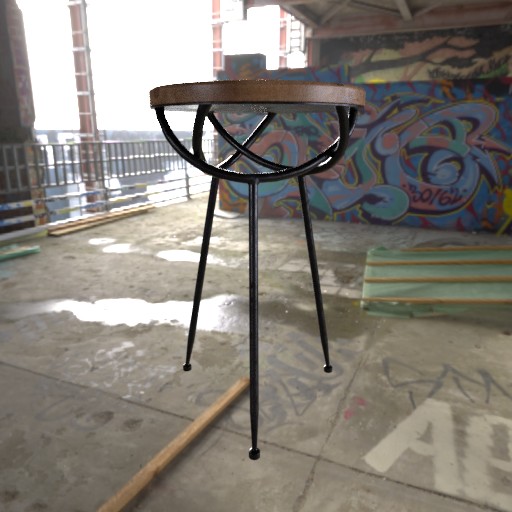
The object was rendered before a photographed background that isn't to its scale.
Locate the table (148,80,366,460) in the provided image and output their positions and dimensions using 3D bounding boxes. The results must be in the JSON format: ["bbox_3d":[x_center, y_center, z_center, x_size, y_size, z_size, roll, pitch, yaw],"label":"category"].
[{"bbox_3d":[0.000,0.000,0.950,0.418,0.664,0.414,15,22,42],"label":"table"}]
